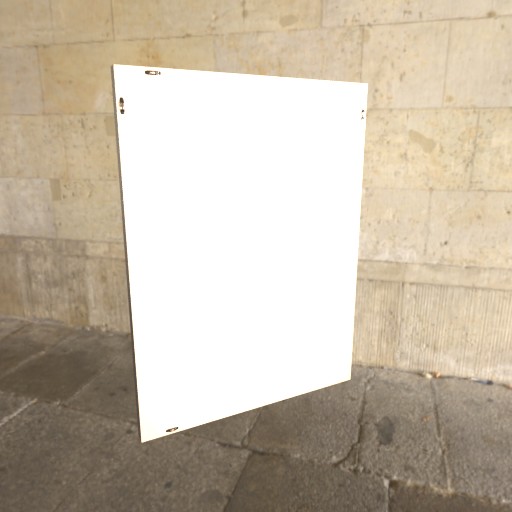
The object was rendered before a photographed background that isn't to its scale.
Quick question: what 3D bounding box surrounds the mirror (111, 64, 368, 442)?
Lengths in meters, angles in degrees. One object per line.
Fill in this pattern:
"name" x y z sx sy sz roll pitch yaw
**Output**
"mirror" 0.000 0.000 1.338 0.762 1.016 0.040 -7 16 -27
